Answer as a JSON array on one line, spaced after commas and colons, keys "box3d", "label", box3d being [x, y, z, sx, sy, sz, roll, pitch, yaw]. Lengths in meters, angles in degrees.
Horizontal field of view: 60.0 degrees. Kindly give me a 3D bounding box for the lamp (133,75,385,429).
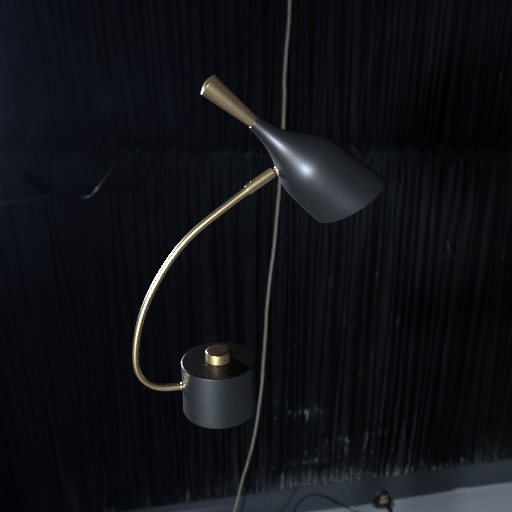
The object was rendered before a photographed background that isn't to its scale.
[{"box3d": [0.000, 0.000, 0.613, 0.352, 0.464, 0.110, -3, 17, -10], "label": "lamp"}]
